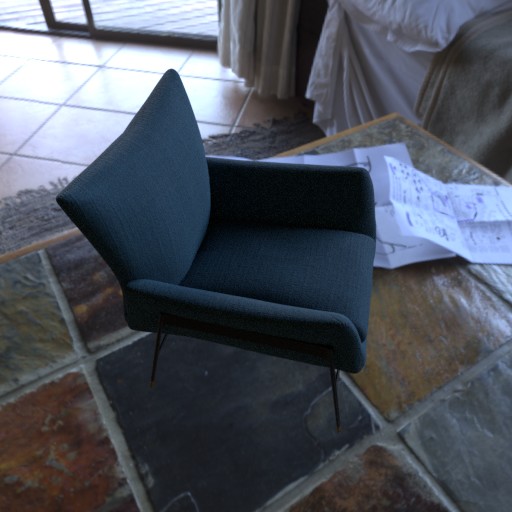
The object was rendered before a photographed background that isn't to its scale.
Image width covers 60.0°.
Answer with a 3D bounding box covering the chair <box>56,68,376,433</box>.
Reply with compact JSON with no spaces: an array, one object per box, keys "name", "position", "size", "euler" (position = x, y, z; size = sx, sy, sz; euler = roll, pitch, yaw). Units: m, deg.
[{"name":"chair","position":[0.000,0.000,1.420],"size":[0.769,0.859,0.678],"euler":[10,48,9]}]
